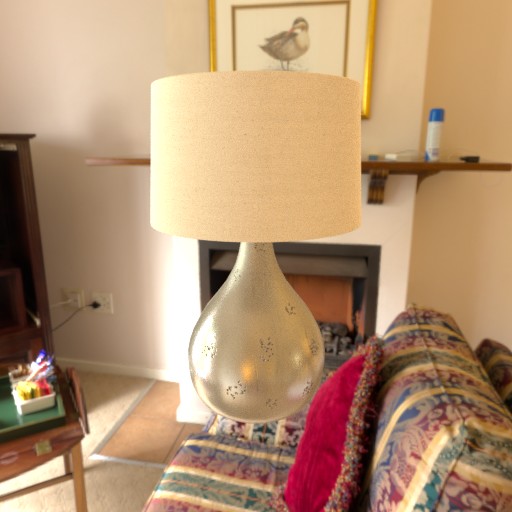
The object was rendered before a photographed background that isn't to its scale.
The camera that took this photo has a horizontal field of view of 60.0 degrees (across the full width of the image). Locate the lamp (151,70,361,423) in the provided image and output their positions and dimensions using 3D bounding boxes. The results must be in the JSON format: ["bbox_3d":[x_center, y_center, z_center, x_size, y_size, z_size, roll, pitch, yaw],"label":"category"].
[{"bbox_3d":[0.000,0.000,0.727,0.330,0.521,0.330,0,14,0],"label":"lamp"}]
